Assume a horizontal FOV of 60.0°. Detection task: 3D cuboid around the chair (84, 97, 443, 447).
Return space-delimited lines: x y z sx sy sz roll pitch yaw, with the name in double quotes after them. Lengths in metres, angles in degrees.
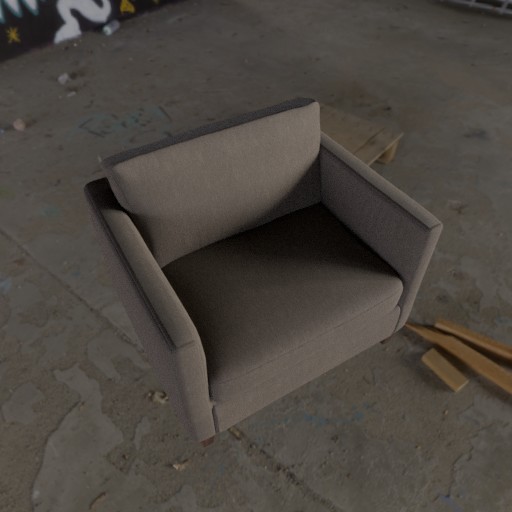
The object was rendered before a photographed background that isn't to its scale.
0.000 0.000 1.877 1.107 0.963 0.959 -23 50 -21 "chair"
